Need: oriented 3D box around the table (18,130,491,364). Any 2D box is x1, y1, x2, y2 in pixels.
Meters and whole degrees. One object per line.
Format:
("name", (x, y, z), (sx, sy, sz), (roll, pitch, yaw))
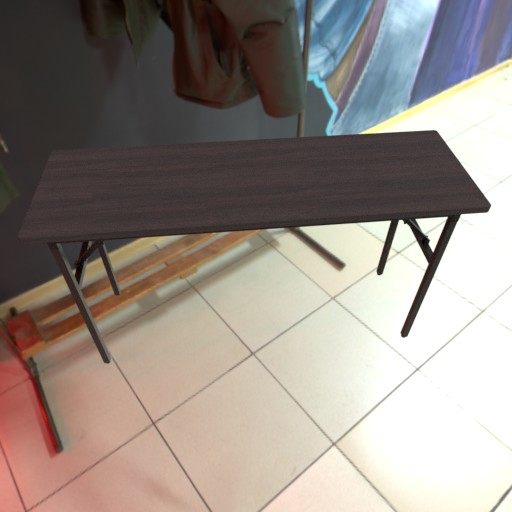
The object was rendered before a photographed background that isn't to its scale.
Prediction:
("table", (0.000, 0.000, 1.721), (1.399, 0.750, 0.449), (-4, 46, -4))
